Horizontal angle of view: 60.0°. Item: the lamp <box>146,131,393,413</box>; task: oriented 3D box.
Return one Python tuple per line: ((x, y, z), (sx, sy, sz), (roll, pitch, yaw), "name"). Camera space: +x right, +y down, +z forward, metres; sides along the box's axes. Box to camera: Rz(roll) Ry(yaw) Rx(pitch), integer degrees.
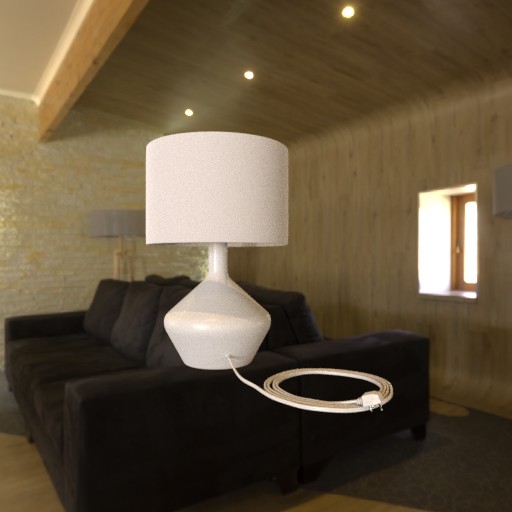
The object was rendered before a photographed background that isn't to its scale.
((0.000, 0.000, 0.864), (0.401, 0.457, 0.546), (0, -1, -18), "lamp")
